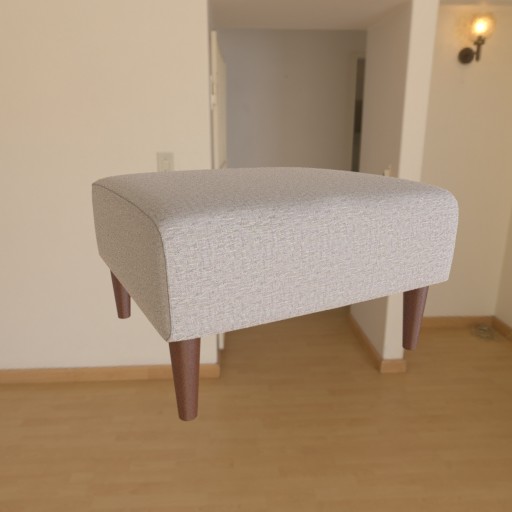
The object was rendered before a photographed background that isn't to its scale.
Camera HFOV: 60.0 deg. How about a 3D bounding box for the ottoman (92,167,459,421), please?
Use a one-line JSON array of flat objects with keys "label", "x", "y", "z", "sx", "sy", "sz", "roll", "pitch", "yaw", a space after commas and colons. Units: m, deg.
[{"label": "ottoman", "x": 0.000, "y": 0.000, "z": 1.082, "sx": 0.655, "sy": 0.399, "sz": 0.648, "roll": -8, "pitch": 18, "yaw": -27}]
